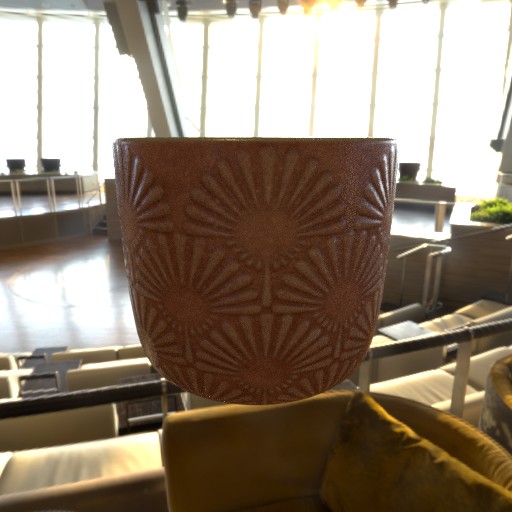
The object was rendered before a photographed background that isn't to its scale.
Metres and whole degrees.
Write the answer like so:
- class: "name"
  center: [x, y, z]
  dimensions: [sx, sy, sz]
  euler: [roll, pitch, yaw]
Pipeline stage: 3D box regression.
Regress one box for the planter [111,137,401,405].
- class: "planter"
  center: [0.000, 0.000, 0.212]
  dimensions: [0.124, 0.109, 0.124]
  euler: [0, 15, 0]
